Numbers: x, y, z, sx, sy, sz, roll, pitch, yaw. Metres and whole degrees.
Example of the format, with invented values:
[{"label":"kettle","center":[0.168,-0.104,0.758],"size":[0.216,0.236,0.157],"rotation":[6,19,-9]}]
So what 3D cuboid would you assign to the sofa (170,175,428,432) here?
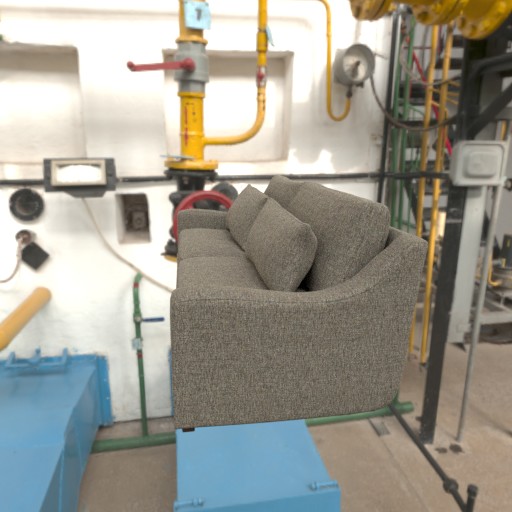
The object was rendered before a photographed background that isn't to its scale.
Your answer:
[{"label":"sofa","center":[0.000,0.000,2.996],"size":[1.103,0.998,2.418],"rotation":[-2,15,-9]}]
